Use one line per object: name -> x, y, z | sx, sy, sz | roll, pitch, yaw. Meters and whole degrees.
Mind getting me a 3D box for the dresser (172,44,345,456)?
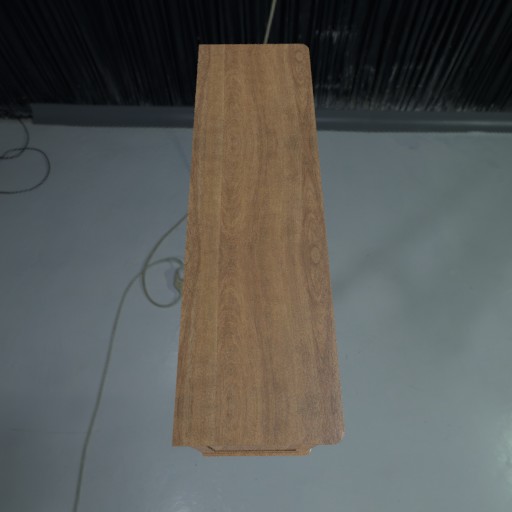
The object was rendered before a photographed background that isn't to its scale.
dresser -> 0.000, 0.000, 1.941 | 0.468, 0.892, 1.583 | -1, 63, 0
